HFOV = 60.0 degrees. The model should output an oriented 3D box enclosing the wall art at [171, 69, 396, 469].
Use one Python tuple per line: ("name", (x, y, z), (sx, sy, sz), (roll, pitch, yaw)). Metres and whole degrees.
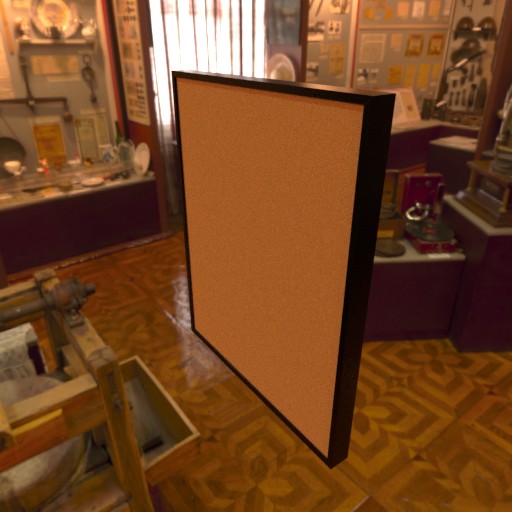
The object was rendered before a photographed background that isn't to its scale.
("wall art", (0.000, 0.000, 0.743), (0.039, 0.553, 0.451), (-18, 32, -32))
